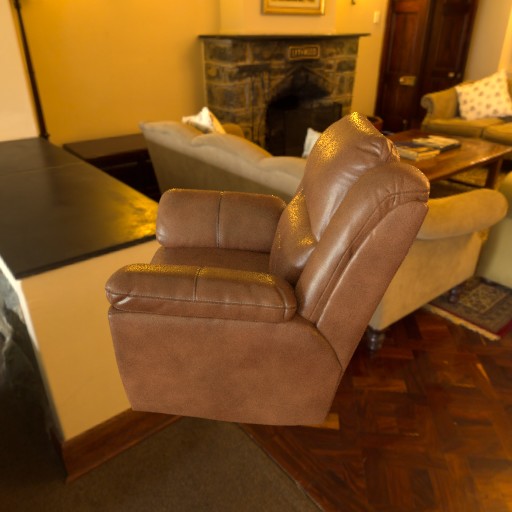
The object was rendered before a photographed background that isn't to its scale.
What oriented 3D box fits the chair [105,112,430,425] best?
[{"bbox_3d":[0.000,0.000,1.863,1.041,1.093,0.990,1,27,1],"label":"chair"}]
